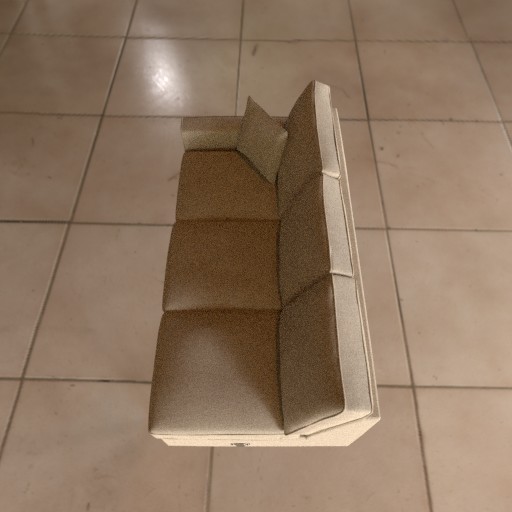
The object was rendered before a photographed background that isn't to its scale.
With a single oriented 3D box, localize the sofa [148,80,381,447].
[{"bbox_3d":[0.000,0.000,2.554,1.034,0.946,1.962,0,59,0],"label":"sofa"}]
